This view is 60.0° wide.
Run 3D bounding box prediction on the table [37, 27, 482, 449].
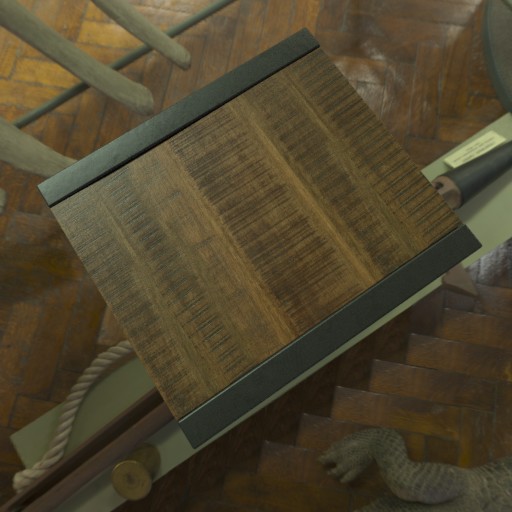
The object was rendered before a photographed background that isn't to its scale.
[{"bbox_3d":[0.000,0.000,0.924,0.500,0.550,0.449,-33,79,-7],"label":"table"}]
